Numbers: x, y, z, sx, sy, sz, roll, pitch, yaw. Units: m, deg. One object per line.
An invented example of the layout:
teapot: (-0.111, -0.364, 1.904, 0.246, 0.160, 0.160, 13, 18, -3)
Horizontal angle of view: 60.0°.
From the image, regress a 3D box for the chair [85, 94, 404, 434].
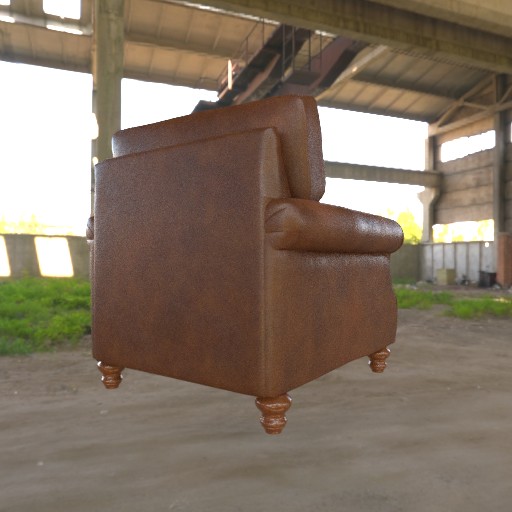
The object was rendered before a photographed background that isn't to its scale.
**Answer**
chair: (0.000, 0.000, 1.773, 0.989, 0.972, 0.992, 0, 0, 36)
